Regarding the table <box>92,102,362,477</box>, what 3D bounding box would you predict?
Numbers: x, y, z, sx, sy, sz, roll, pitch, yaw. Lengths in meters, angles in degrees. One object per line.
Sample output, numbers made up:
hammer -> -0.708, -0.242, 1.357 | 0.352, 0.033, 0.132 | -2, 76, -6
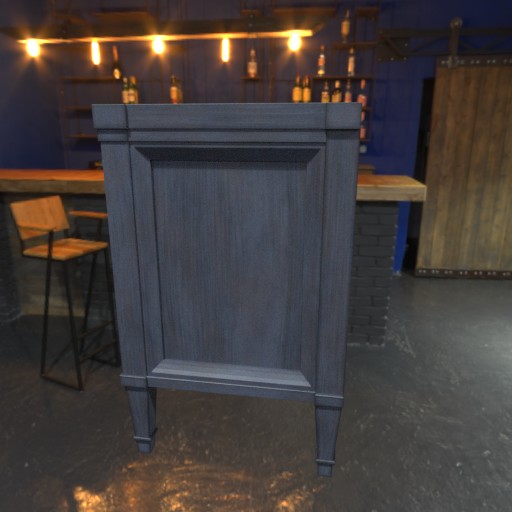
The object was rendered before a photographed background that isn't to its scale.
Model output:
table -> 0.000, 0.000, 1.058 | 0.413, 0.660, 0.660 | 3, 17, 9
